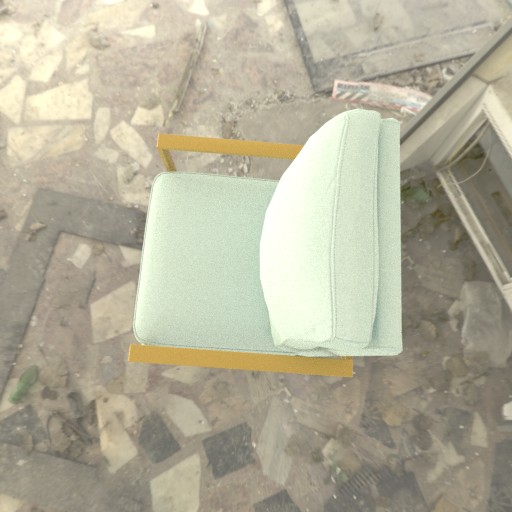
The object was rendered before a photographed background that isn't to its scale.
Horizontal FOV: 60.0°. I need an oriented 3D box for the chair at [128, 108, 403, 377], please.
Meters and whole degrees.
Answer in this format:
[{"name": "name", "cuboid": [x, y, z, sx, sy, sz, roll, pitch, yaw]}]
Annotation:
[{"name": "chair", "cuboid": [0.000, 0.000, 1.519, 0.813, 0.956, 0.758, 4, 76, 1]}]
